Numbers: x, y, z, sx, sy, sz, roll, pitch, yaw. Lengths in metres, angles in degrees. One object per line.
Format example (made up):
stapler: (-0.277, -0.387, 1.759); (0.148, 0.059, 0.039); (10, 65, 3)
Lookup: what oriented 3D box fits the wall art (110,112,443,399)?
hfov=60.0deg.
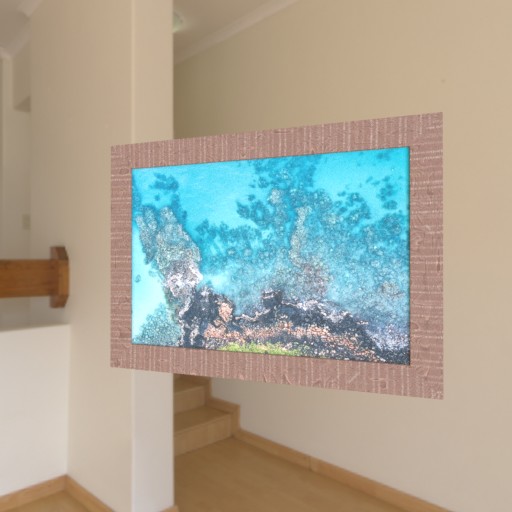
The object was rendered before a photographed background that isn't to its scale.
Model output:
wall art: (0.000, 0.000, 1.356); (1.056, 0.761, 0.020); (0, 0, 20)
